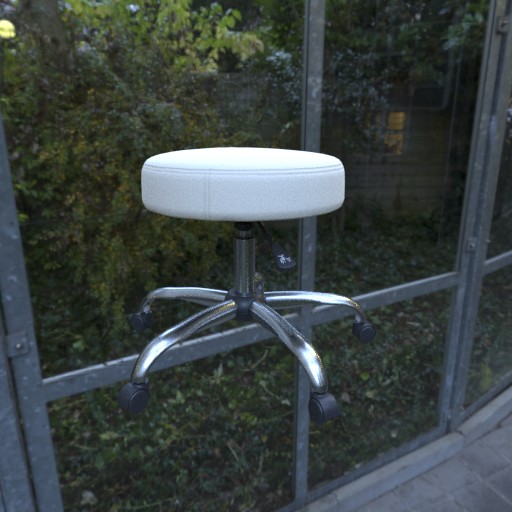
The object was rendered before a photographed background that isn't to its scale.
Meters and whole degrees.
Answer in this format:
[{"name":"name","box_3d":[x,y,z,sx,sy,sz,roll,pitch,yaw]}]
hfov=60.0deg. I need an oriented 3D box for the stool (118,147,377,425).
[{"name":"stool","box_3d":[0.000,0.000,1.016,0.614,0.482,0.634,-3,16,-11]}]
